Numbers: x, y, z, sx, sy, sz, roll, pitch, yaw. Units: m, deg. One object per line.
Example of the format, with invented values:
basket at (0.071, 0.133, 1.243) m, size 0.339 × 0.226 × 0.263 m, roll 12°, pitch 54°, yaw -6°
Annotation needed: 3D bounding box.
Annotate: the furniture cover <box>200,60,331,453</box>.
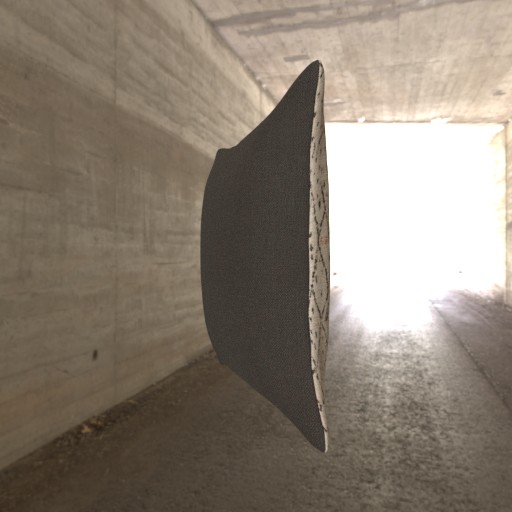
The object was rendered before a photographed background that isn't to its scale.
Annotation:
furniture cover at (0.000, 0.000, 0.792) m, size 0.180 × 0.498 × 0.525 m, roll 0°, pitch 0°, yaw -18°
